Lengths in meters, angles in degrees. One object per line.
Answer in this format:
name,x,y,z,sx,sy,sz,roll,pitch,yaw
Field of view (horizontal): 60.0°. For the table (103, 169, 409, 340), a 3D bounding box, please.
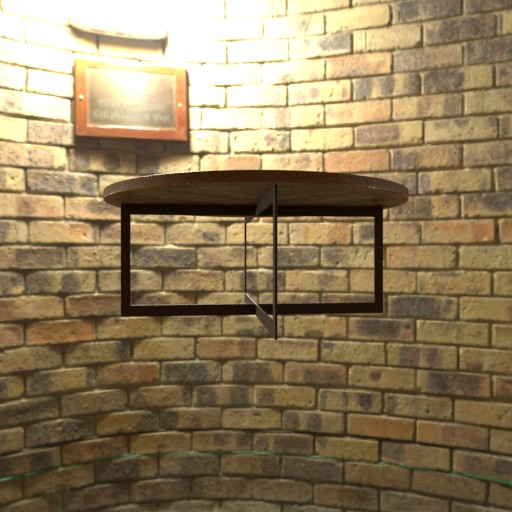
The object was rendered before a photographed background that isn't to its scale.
table,0.000,0.000,1.941,1.264,0.516,1.264,0,0,0
